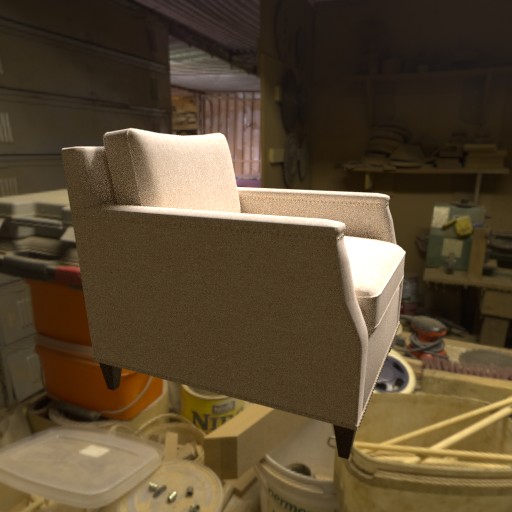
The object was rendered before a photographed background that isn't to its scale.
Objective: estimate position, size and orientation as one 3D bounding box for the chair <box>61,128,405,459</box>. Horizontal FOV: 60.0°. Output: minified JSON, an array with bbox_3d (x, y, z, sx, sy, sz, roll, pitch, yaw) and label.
[{"bbox_3d":[0.000,0.000,1.713,1.041,0.940,0.838,6,15,24],"label":"chair"}]
